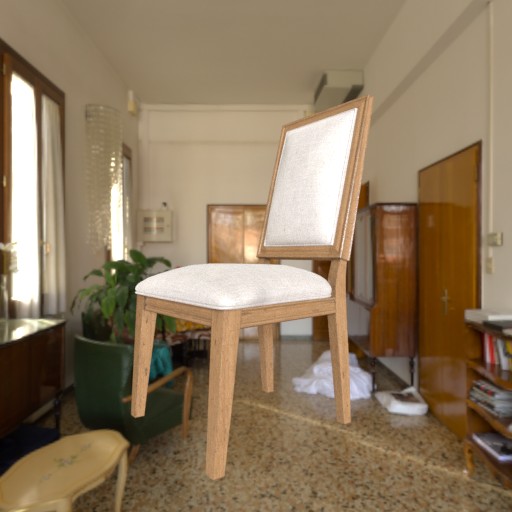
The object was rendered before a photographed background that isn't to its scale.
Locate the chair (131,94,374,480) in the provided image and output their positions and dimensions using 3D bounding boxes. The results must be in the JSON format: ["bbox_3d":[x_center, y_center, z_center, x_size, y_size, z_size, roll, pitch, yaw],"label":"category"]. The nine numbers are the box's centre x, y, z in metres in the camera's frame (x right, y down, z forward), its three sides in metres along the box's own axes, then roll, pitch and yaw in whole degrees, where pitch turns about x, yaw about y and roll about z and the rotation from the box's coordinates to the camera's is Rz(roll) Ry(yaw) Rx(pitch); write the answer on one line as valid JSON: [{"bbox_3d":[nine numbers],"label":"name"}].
[{"bbox_3d":[0.000,0.000,1.355,0.601,0.988,0.536,0,0,-36],"label":"chair"}]
